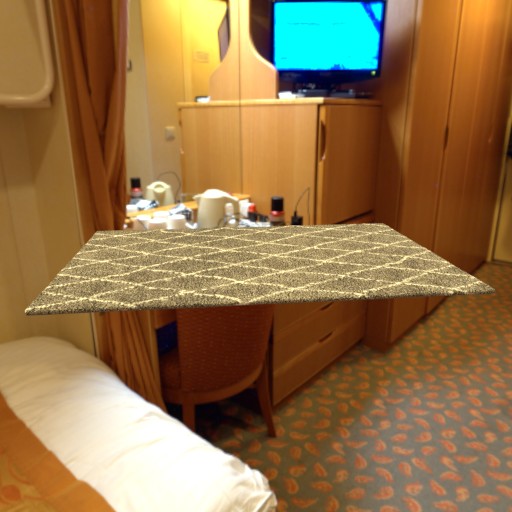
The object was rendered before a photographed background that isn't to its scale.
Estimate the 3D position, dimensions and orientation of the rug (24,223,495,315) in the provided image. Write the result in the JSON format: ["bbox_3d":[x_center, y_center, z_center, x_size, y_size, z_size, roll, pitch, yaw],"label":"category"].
[{"bbox_3d":[0.000,0.000,3.386,2.743,0.030,1.778,-2,18,-6],"label":"rug"}]
